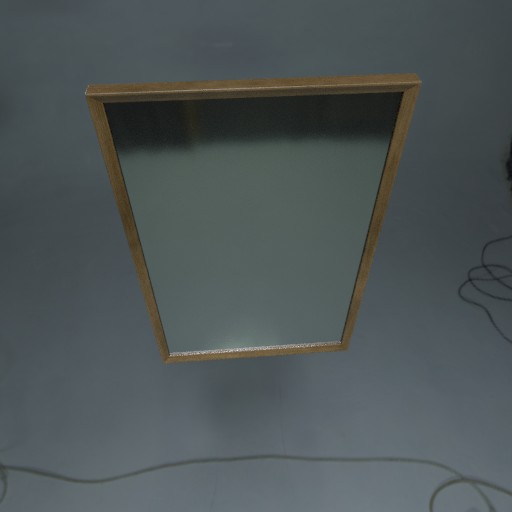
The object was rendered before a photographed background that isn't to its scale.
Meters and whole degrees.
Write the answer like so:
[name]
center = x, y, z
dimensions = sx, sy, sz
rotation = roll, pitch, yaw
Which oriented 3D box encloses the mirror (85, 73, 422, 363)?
[mirror]
center = 0.000, 0.000, 1.142
dimensions = 0.609, 0.915, 0.041
rotation = -3, 46, -3
